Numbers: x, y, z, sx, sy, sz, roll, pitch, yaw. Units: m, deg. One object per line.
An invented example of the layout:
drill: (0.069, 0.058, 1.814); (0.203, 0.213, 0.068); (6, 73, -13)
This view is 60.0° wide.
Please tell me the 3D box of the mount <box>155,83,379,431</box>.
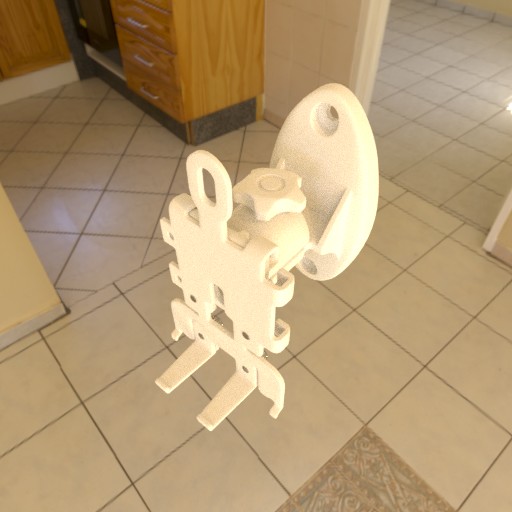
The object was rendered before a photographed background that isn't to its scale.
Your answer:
mount: (0.000, 0.000, 0.180); (0.066, 0.118, 0.100); (31, 53, 27)
